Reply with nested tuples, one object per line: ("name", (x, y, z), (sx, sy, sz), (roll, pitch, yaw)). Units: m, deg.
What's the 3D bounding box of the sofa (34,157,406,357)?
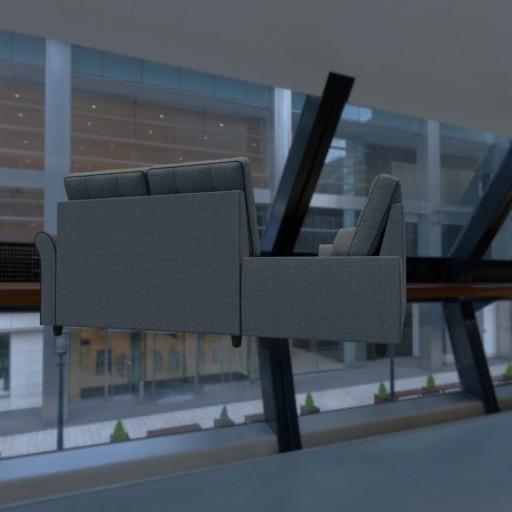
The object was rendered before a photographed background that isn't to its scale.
("sofa", (0.000, 0.000, 3.260), (2.070, 0.988, 2.068), (-1, -2, 19))
